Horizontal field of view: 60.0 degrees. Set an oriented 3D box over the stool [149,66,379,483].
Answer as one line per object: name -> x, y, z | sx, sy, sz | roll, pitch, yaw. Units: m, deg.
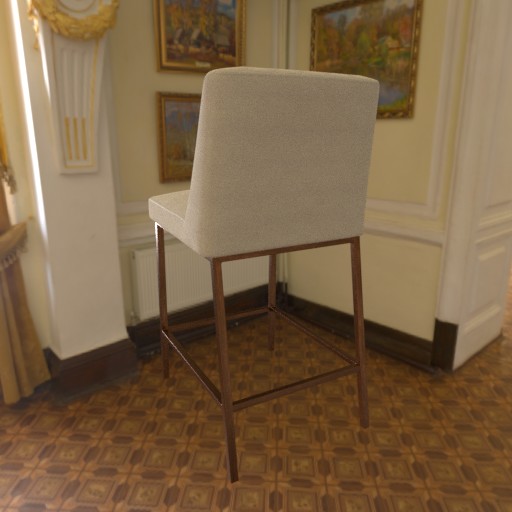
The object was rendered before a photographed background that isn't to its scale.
stool -> 0.000, 0.000, 1.319 | 0.507, 0.973, 0.576 | -8, 18, -28
